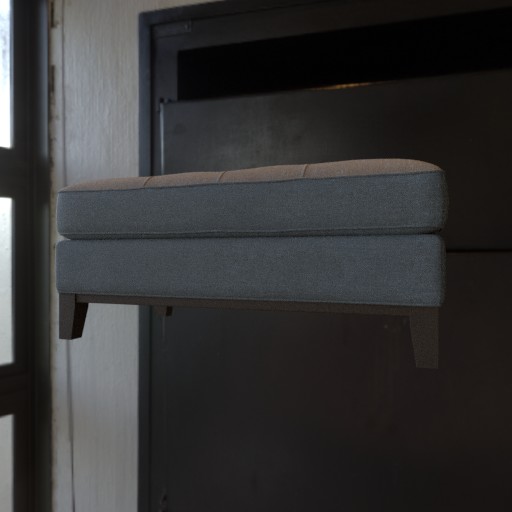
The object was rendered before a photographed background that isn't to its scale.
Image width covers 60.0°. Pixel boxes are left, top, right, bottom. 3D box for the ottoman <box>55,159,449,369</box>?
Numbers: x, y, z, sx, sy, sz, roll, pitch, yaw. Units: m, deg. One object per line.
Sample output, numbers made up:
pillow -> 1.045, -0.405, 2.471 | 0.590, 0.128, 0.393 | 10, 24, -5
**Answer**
ottoman -> 0.000, 0.000, 1.471 | 1.143, 0.514, 0.648 | 0, 0, 20
